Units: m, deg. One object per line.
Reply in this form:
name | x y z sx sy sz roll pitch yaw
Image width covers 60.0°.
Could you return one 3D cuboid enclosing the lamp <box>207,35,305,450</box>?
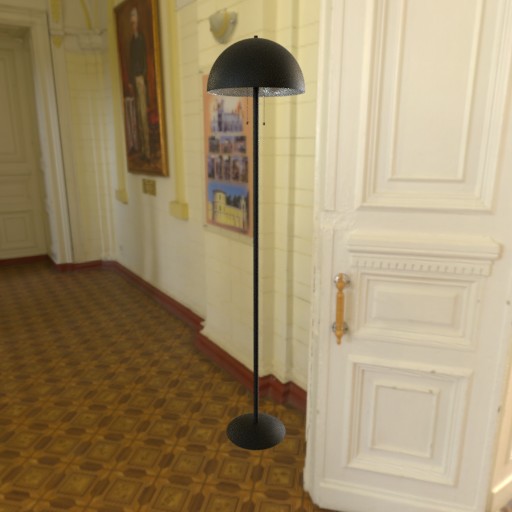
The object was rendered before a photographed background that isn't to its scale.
lamp | 0.000 0.000 1.630 0.328 1.480 0.328 3 15 10
